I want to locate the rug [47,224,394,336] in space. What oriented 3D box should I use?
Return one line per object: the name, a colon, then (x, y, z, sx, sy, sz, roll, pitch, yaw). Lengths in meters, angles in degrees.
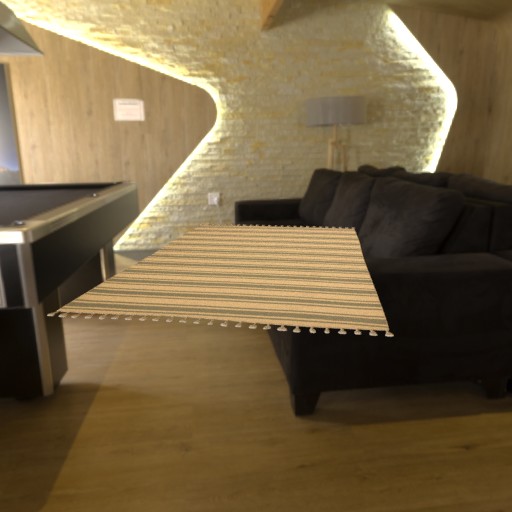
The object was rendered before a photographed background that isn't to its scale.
rug: (0.000, 0.000, 2.512, 1.222, 0.009, 2.084, 2, 14, 9)
